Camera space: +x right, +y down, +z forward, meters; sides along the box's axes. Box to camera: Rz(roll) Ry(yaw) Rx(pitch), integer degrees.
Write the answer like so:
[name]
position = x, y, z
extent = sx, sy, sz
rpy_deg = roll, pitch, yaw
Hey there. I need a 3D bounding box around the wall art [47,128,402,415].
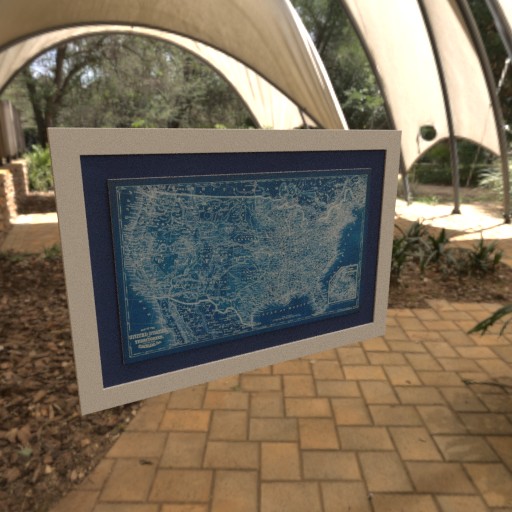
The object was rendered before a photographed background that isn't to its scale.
[wall art]
position = 0.000, 0.000, 1.641
extent = 1.308, 0.902, 0.051
rpy_deg = -8, 17, -27
